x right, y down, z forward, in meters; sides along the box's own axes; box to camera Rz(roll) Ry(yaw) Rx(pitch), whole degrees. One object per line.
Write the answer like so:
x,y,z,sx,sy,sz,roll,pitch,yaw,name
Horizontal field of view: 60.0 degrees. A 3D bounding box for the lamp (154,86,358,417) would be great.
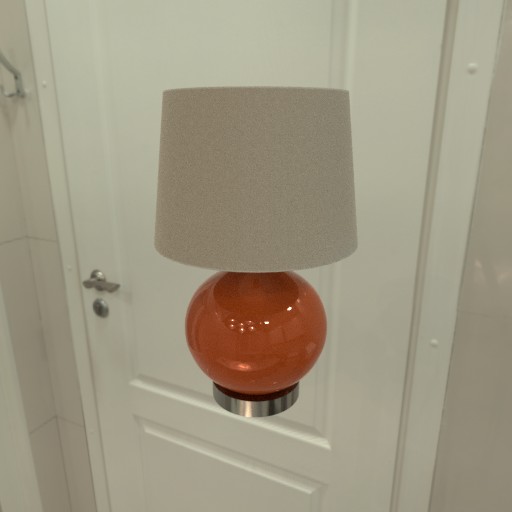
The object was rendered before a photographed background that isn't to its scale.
0.000,0.000,0.555,0.247,0.387,0.247,0,17,0,lamp
